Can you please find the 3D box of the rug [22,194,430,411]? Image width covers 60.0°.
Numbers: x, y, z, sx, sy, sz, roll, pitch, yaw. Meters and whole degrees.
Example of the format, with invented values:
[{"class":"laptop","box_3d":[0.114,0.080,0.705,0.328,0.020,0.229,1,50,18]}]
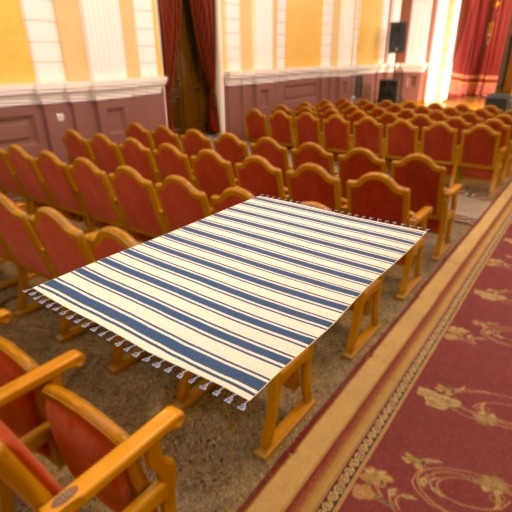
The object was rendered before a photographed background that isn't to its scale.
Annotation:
[{"class":"rug","box_3d":[0.000,0.000,2.877,1.544,0.010,2.315,17,30,32]}]
